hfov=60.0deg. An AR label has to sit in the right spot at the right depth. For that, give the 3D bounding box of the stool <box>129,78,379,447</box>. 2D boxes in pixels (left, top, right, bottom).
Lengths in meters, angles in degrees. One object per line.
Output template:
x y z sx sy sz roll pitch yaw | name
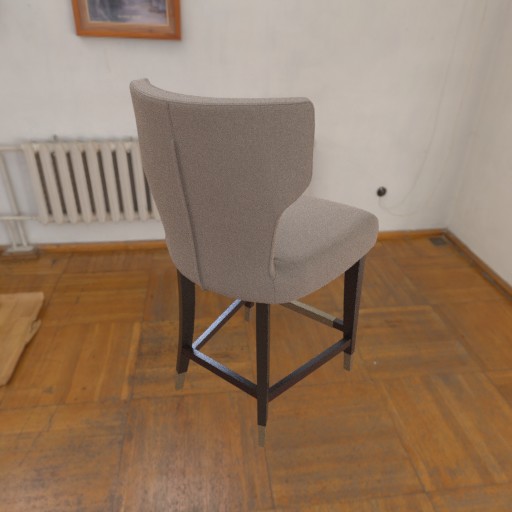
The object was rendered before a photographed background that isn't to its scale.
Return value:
0.000 0.000 1.311 0.527 0.982 0.563 21 35 33 | stool
